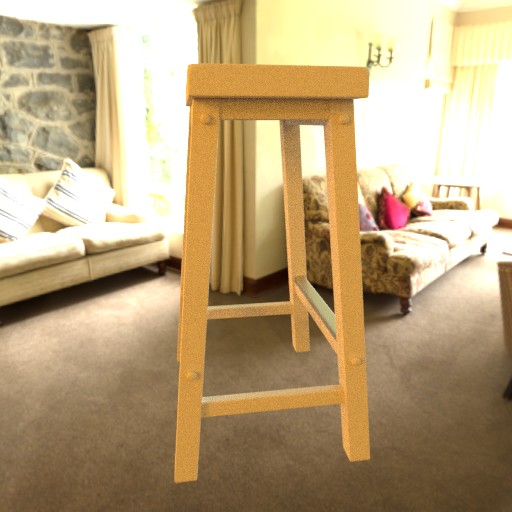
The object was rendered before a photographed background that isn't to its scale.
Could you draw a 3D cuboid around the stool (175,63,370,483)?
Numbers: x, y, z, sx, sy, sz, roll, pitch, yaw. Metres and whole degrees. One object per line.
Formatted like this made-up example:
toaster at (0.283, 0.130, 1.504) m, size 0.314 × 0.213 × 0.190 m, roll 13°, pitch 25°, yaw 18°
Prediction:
stool at (0.000, 0.000, 0.821) m, size 0.322 × 0.610 × 0.406 m, roll -3°, pitch 17°, yaw -9°
